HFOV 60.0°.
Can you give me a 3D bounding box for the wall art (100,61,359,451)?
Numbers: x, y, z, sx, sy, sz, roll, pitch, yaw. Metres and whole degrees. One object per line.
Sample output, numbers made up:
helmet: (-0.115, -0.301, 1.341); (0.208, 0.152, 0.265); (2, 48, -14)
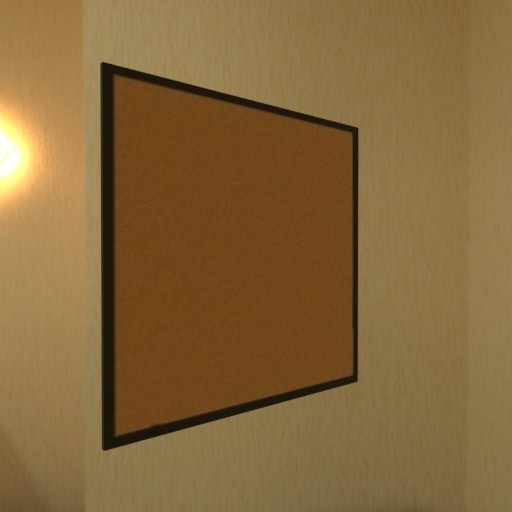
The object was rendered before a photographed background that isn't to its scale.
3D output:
wall art: (0.000, 0.000, 1.192); (0.823, 0.823, 0.013); (0, 1, -37)
